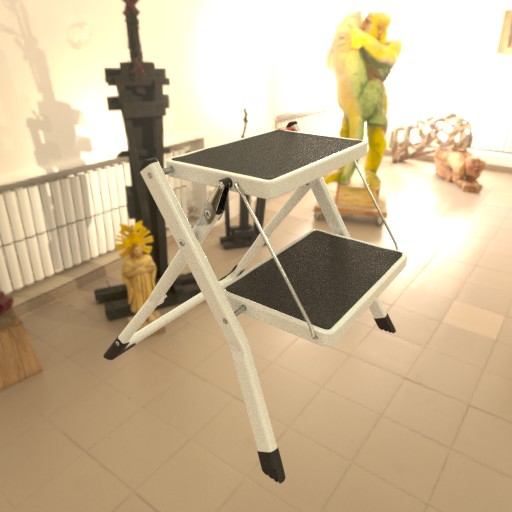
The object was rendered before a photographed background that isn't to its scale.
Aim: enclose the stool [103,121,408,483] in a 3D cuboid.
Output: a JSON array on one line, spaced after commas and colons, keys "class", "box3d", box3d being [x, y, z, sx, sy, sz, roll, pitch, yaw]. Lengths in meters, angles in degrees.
[{"class": "stool", "box3d": [0.000, 0.000, 0.859, 0.490, 0.445, 0.485, 18, 31, 32]}]
